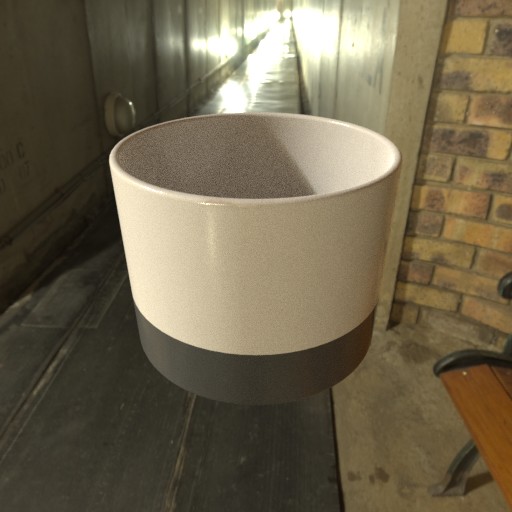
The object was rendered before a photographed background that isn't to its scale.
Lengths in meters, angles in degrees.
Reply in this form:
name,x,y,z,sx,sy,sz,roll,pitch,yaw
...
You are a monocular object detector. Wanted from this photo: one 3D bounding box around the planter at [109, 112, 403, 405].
name,x,y,z,sx,sy,sz,roll,pitch,yaw
planter,0.000,0.000,0.347,0.193,0.177,0.193,0,31,0
